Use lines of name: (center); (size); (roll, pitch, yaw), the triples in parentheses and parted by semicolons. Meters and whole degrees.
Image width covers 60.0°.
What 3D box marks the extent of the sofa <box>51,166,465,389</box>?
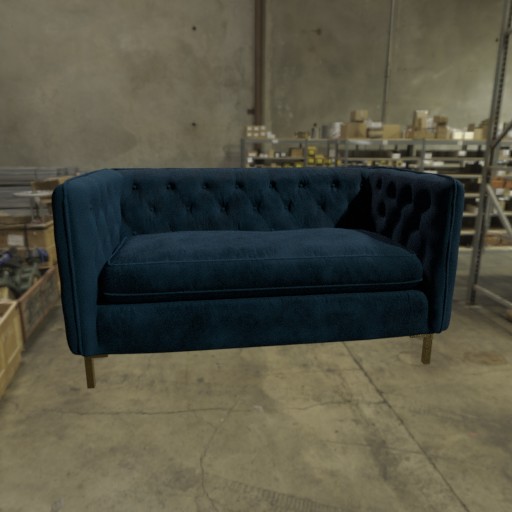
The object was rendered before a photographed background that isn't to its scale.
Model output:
sofa: (0.000, 0.000, 2.119); (1.583, 0.810, 0.909); (-2, 15, -8)
